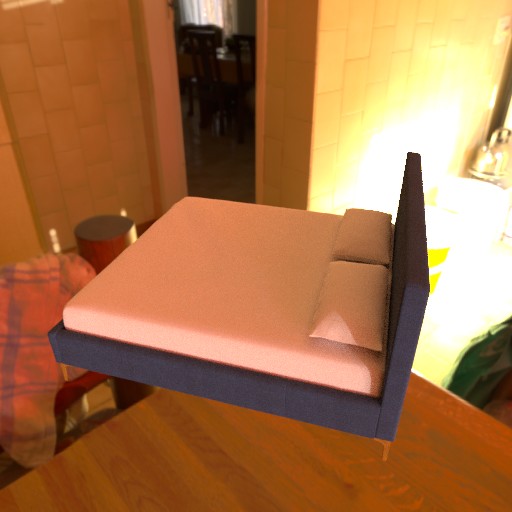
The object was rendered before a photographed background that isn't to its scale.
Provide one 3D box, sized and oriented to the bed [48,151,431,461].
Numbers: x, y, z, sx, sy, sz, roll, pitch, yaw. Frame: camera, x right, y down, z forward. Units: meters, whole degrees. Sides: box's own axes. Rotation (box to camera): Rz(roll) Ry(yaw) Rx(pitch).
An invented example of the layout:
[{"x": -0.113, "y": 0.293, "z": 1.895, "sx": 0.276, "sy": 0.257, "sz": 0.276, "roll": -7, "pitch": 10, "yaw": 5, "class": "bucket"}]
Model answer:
[{"x": 0.000, "y": 0.000, "z": 3.379, "sx": 2.232, "sy": 1.231, "sz": 2.096, "roll": 9, "pitch": 32, "yaw": 14, "class": "bed"}]
